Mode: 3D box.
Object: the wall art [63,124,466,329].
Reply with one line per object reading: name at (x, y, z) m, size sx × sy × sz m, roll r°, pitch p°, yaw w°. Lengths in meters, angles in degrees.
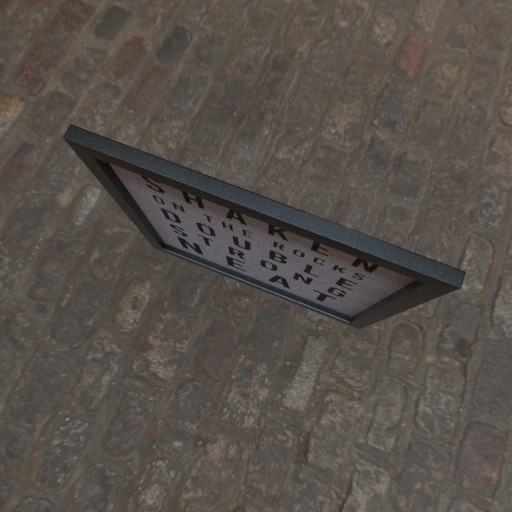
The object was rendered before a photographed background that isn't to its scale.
wall art at (0.000, 0.000, 0.531) m, size 0.349 × 0.349 × 0.014 m, roll 21°, pitch 76°, yaw 5°
